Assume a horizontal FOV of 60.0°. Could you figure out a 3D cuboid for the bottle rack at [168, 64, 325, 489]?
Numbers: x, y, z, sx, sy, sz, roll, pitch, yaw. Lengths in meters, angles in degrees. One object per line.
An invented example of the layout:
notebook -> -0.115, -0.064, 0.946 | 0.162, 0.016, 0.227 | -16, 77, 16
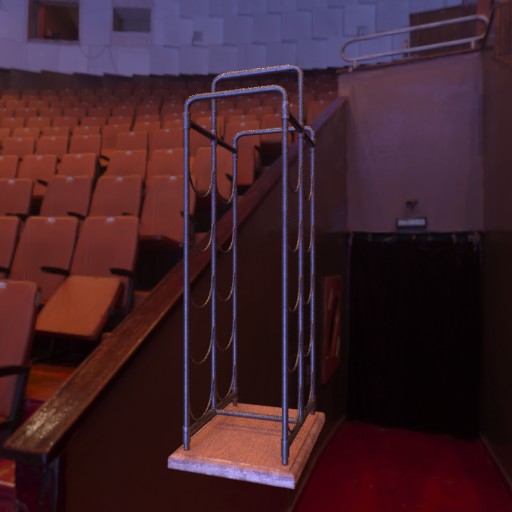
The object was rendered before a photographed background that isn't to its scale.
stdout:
bottle rack -> 0.000, 0.000, 0.808 | 0.208, 0.680, 0.276 | 0, 0, 18
